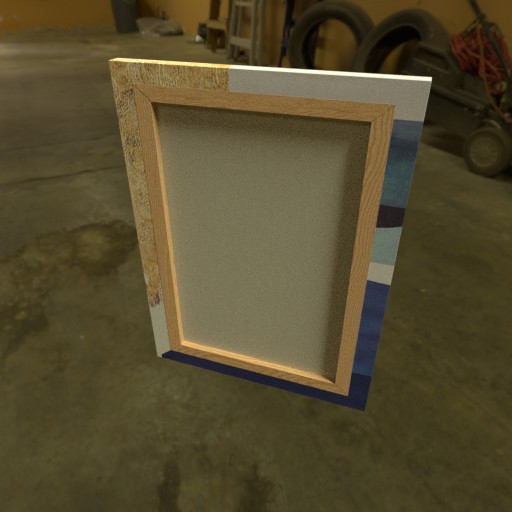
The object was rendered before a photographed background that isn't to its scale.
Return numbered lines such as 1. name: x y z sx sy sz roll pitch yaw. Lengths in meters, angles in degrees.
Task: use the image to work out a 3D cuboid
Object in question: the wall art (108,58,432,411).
1. wall art: 0.000 0.000 0.775 0.458 0.613 0.026 10 34 16
